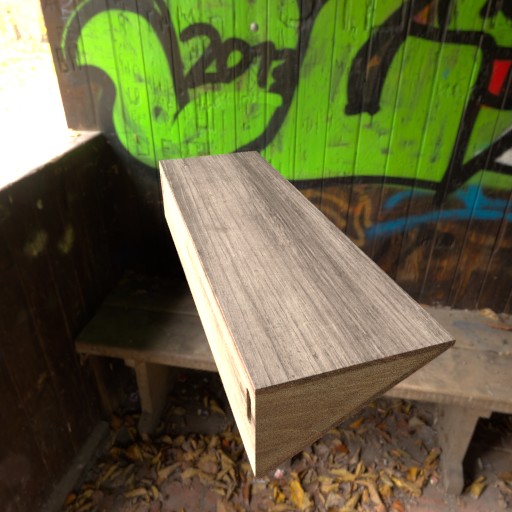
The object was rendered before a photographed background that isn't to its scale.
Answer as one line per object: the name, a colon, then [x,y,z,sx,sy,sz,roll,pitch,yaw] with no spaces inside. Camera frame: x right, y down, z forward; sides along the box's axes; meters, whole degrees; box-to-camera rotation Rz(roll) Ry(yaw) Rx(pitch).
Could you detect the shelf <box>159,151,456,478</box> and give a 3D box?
shelf: [0.000,0.000,0.673,0.200,0.125,0.610,-9,32,-15]
